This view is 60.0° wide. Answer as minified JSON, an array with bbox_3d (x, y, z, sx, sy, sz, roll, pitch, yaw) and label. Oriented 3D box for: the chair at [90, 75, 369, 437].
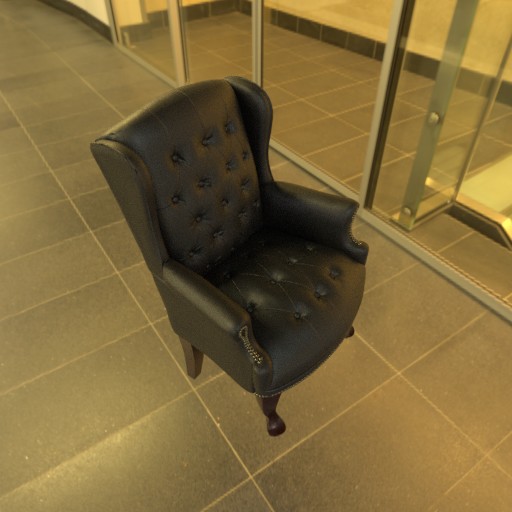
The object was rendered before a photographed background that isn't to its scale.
[{"bbox_3d":[0.000,0.000,1.711,0.822,1.133,0.831,26,47,26],"label":"chair"}]
